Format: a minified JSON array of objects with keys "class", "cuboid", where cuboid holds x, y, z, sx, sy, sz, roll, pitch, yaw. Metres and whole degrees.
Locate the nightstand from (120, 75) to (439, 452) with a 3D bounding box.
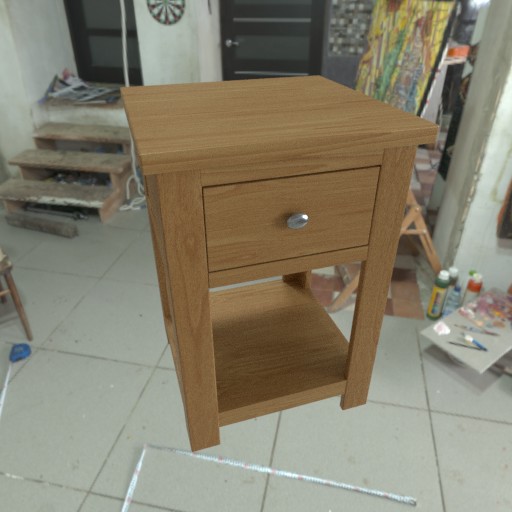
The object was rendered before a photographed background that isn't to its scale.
[{"class":"nightstand","cuboid":[0.000,0.000,0.918,0.428,0.614,0.418,-10,33,-15]}]
